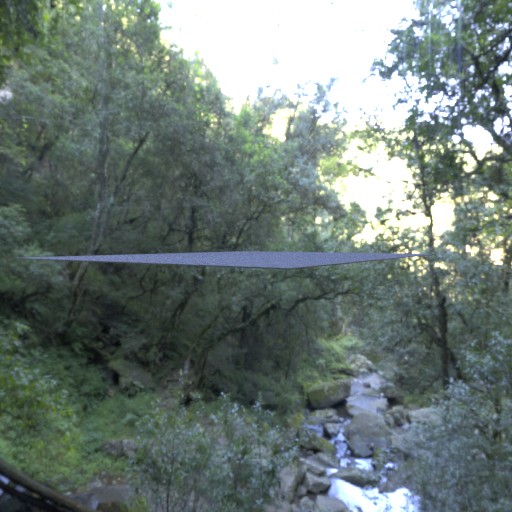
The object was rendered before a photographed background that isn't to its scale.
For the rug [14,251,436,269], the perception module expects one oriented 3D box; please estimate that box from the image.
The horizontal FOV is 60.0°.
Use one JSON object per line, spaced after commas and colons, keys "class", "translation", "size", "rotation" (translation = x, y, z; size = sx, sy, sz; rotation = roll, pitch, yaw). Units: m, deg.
{"class": "rug", "translation": [0.000, 0.000, 3.969], "size": [2.421, 0.008, 3.045], "rotation": [1, 2, 34]}
